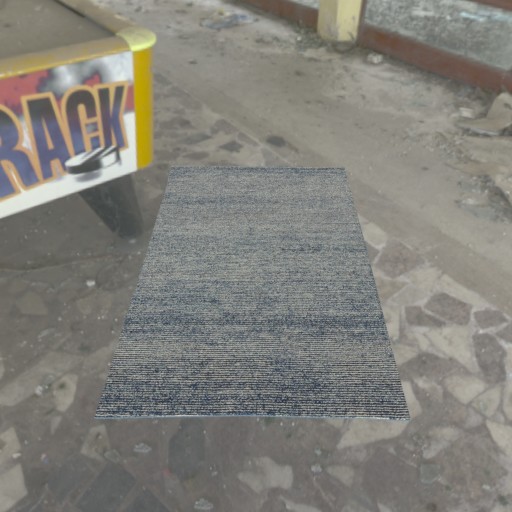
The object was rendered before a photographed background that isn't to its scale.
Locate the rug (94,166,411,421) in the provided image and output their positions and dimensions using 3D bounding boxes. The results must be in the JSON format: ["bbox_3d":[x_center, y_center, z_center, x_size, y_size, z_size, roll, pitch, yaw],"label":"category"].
[{"bbox_3d":[0.000,0.000,2.255,1.145,0.021,1.777,1,42,1],"label":"rug"}]
